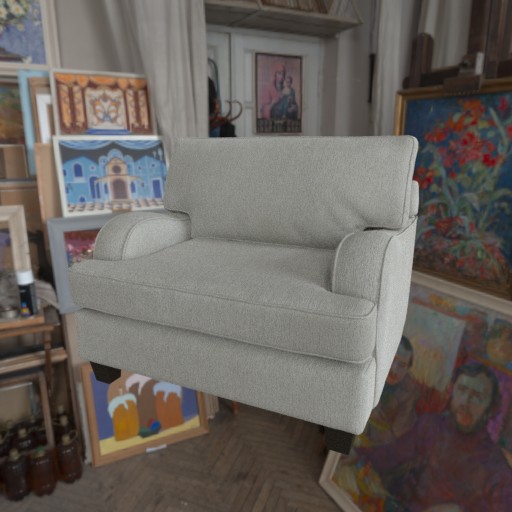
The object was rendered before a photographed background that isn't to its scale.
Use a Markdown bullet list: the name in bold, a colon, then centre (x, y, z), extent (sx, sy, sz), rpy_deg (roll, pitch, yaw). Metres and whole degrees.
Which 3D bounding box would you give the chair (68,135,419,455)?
- **chair**: centre (0.000, 0.000, 1.924), extent (1.220, 1.016, 1.041), rpy_deg (7, 16, 25)
